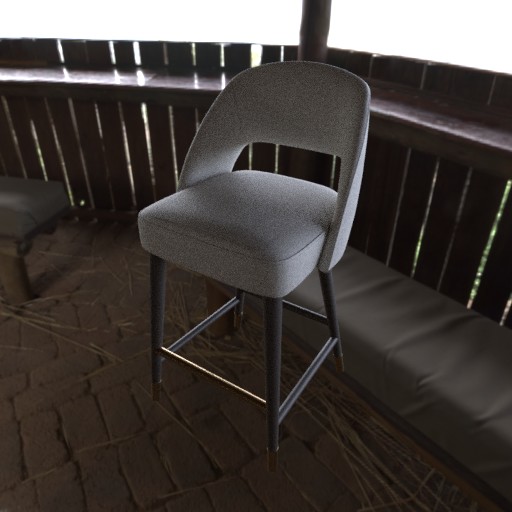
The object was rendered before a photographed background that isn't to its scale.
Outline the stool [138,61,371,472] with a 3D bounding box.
[{"bbox_3d":[0.000,0.000,1.220,0.494,0.940,0.509,19,35,29],"label":"stool"}]
